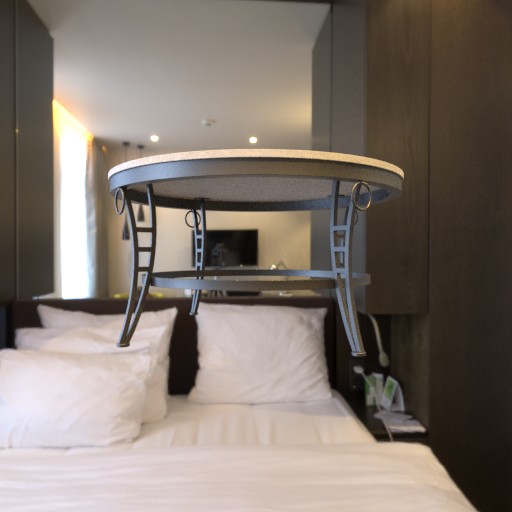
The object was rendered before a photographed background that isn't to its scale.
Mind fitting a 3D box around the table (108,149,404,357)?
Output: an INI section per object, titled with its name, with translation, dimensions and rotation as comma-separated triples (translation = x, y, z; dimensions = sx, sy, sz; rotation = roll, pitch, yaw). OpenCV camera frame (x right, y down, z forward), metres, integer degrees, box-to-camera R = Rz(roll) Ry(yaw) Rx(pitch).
[table]
translation = 0.000, 0.000, 1.407
dimensions = 0.889, 0.470, 0.889
rotation = 0, 0, 0
